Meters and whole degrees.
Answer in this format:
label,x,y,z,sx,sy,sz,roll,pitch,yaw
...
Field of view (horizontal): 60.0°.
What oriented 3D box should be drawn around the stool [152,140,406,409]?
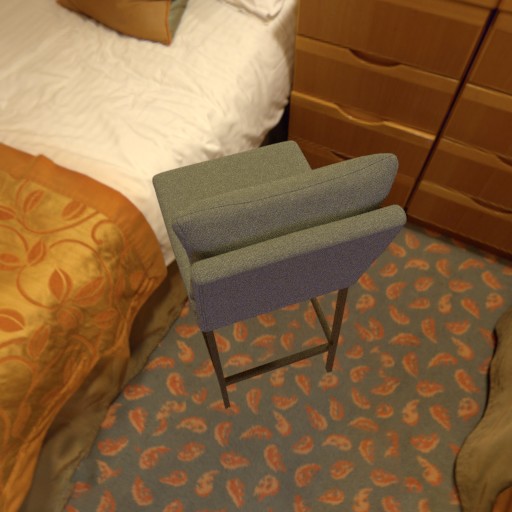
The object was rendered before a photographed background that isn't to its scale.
label,x,y,z,sx,sy,sz,roll,pitch,yaw
stool,0.000,0.000,1.324,0.463,1.031,0.569,-16,59,-10
